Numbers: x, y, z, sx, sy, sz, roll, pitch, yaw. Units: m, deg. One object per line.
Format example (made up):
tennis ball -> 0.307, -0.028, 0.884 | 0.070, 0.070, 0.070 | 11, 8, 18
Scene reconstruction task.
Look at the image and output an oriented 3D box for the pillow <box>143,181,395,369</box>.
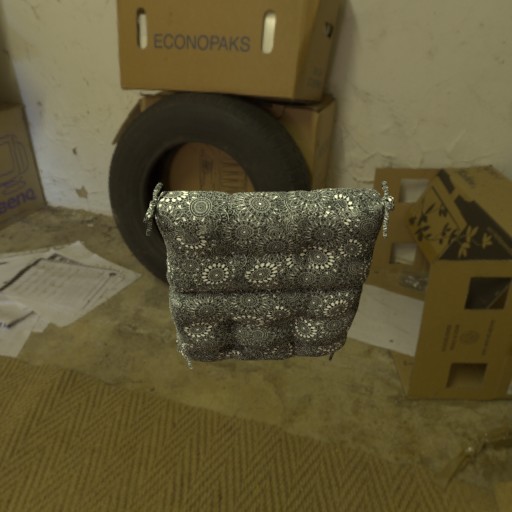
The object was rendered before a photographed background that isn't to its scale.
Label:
pillow -> 0.000, 0.000, 1.497 | 0.526, 0.863, 1.016 | -1, 31, -3
